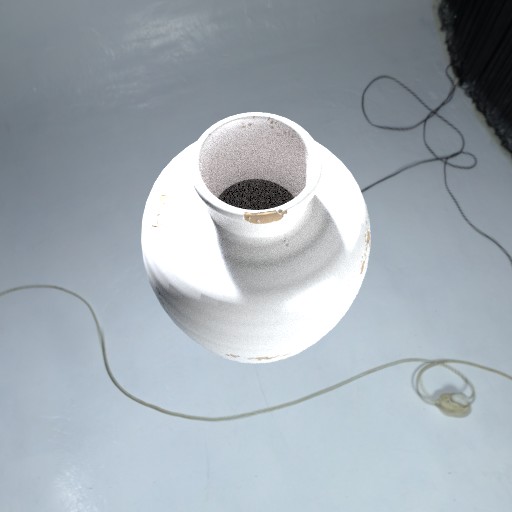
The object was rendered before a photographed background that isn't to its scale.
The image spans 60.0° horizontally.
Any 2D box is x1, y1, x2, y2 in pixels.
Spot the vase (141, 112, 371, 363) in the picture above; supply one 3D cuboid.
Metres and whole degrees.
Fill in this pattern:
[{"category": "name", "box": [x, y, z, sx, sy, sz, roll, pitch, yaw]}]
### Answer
[{"category": "vase", "box": [0.000, 0.000, 0.337, 0.158, 0.228, 0.158, 0, 64, 0]}]
